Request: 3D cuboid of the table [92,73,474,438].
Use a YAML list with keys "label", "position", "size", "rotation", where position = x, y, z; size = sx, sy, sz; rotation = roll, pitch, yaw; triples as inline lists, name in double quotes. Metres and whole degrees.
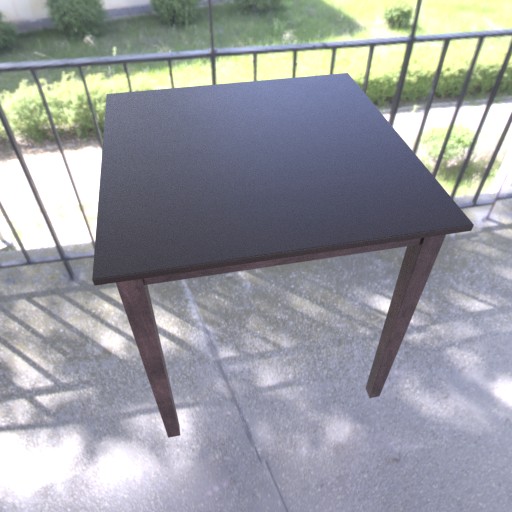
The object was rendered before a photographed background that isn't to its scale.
- label: "table"
  position: [0.000, 0.000, 1.375]
  size: [0.749, 0.770, 0.749]
  rotation: [-8, 46, -8]
